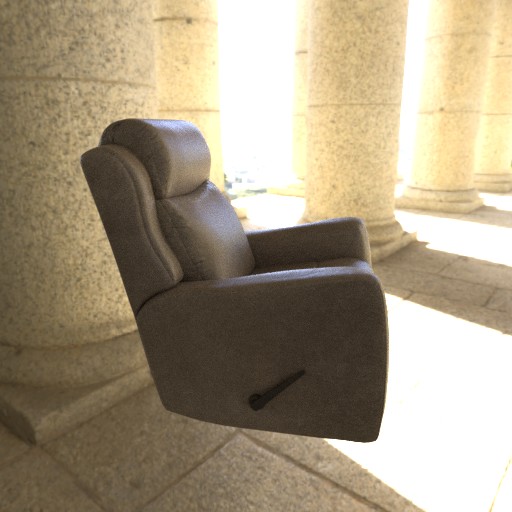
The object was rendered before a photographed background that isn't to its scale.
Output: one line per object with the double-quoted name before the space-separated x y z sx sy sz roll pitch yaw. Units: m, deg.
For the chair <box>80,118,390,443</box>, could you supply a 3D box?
"chair" 0.000 0.000 1.887 1.068 1.116 0.967 3 17 10
